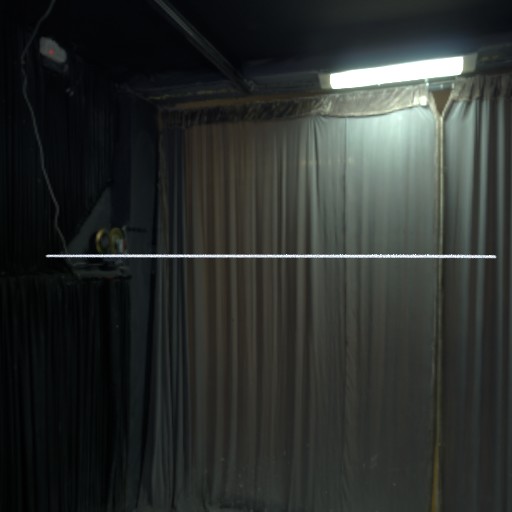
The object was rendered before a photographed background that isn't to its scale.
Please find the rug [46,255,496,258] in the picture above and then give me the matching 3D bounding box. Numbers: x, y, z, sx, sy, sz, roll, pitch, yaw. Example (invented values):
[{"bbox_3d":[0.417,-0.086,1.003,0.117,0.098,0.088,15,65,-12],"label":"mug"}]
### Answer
[{"bbox_3d":[0.000,0.000,2.492,2.294,0.011,0.666,0,0,17],"label":"rug"}]
